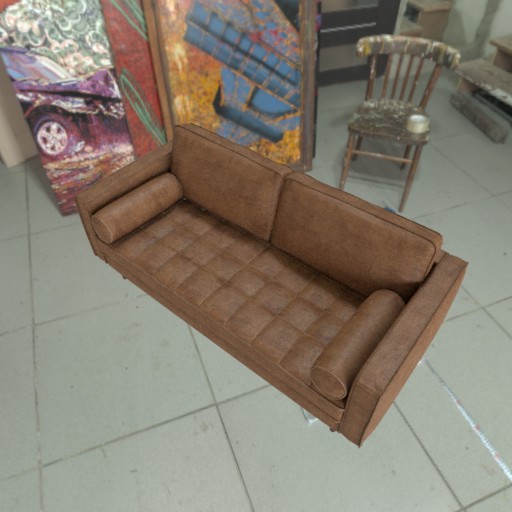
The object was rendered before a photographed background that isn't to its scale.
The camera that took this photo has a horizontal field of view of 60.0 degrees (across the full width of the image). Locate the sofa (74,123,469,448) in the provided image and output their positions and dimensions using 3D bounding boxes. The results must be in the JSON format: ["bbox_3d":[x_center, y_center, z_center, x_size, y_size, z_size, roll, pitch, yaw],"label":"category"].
[{"bbox_3d":[0.000,0.000,2.413,1.920,0.825,0.924,30,53,26],"label":"sofa"}]
